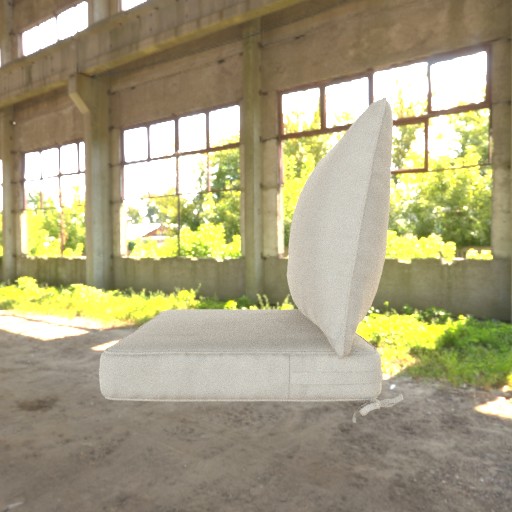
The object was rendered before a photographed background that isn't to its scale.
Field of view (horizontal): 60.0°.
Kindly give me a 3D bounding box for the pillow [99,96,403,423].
[{"bbox_3d":[0.000,0.000,1.340,0.733,0.716,0.798,0,1,0],"label":"pillow"}]
